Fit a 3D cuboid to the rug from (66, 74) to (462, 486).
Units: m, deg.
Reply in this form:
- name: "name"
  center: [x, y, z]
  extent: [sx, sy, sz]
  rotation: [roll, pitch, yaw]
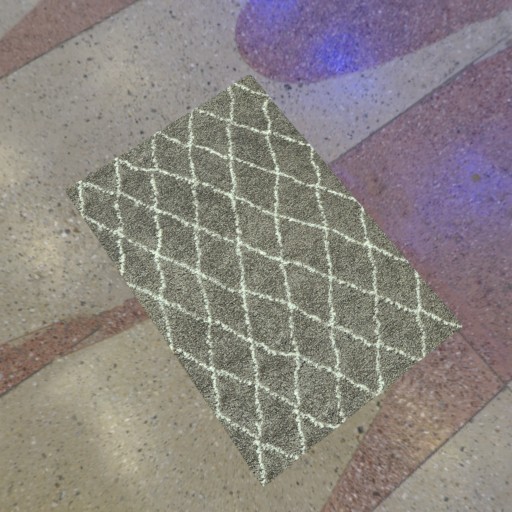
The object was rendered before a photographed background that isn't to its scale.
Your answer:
- name: "rug"
  center: [0.000, 0.000, 2.266]
  extent: [1.219, 0.030, 1.778]
  rotation: [-35, 78, -9]
